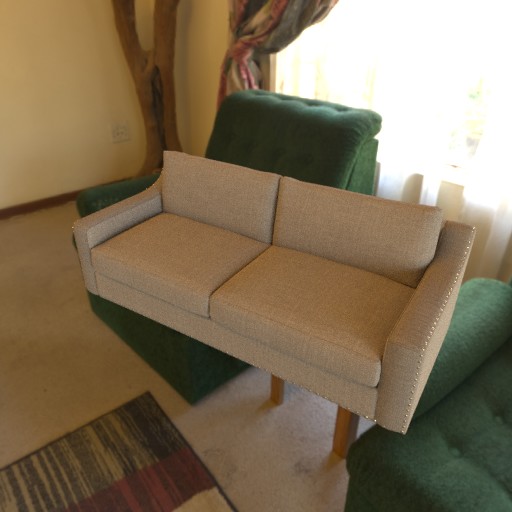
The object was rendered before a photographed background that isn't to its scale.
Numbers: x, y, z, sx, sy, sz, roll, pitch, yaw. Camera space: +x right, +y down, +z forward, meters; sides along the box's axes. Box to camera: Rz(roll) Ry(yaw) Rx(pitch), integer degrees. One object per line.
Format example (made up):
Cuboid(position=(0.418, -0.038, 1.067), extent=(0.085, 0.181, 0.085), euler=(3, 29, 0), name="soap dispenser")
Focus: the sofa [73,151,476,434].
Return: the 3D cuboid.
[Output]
Cuboid(position=(0.000, 0.000, 2.689), extent=(2.208, 0.857, 1.000), euler=(18, 34, 28), name="sofa")
